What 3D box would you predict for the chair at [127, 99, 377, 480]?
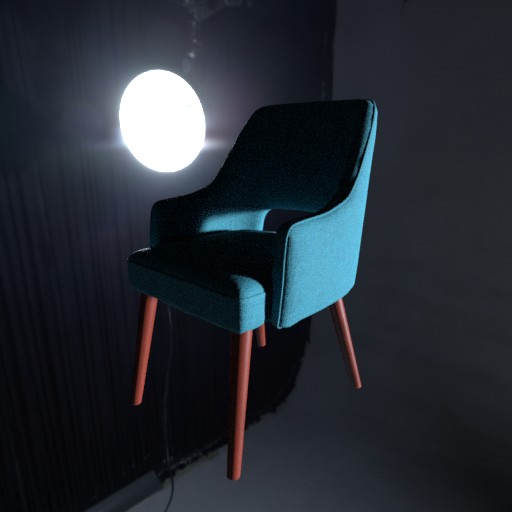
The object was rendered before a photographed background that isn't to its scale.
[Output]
[{"bbox_3d":[0.000,0.000,1.238,0.548,0.849,0.605,14,21,42],"label":"chair"}]
